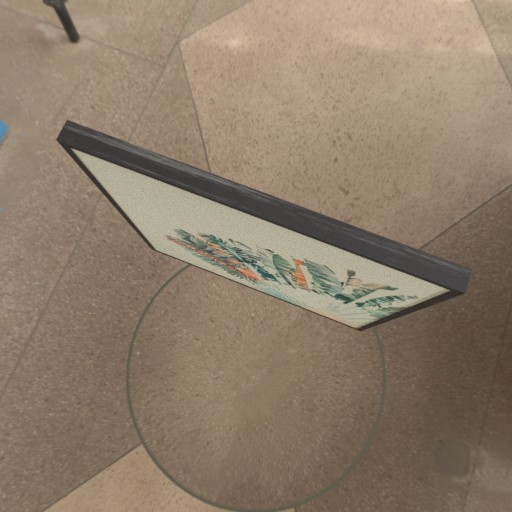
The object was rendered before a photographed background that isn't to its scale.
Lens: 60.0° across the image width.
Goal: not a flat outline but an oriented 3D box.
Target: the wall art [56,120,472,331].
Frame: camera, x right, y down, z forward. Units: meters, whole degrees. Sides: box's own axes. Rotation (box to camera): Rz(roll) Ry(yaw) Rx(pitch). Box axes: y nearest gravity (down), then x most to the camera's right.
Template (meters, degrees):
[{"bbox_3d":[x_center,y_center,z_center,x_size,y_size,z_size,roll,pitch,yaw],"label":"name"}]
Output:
[{"bbox_3d":[0.000,0.000,1.140,0.762,0.758,0.043,21,77,5],"label":"wall art"}]
